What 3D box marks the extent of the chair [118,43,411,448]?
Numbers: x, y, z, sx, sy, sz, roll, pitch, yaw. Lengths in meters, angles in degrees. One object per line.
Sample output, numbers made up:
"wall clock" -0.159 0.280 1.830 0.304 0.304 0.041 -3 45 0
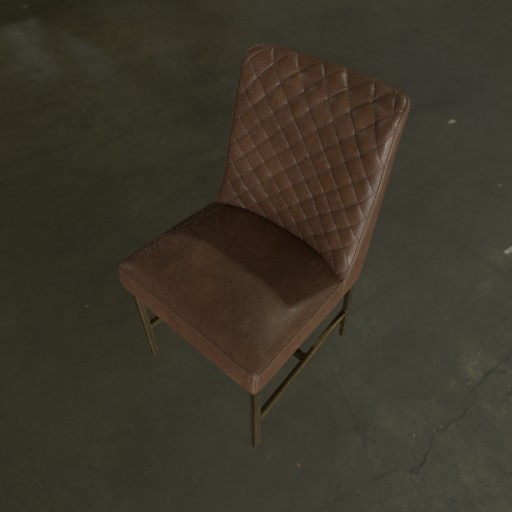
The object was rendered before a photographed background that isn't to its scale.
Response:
"chair" 0.000 0.000 1.226 0.508 0.889 0.587 33 55 27
